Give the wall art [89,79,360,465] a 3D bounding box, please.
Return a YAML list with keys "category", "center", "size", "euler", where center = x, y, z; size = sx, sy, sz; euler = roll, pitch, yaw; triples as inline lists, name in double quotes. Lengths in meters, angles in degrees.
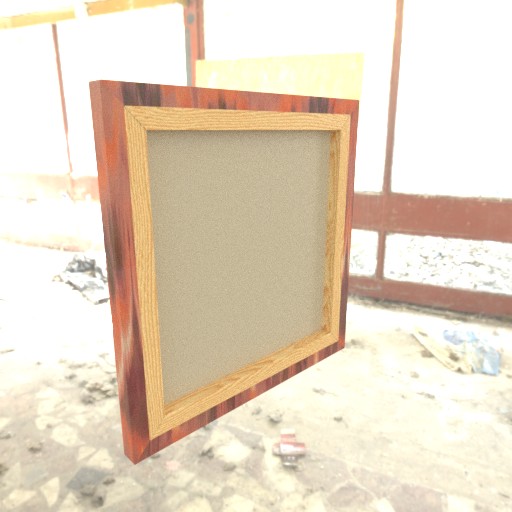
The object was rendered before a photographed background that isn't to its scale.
- category: "wall art"
  center: [0.000, 0.000, 0.878]
  size: [0.603, 0.609, 0.037]
  euler: [-15, 22, -42]
